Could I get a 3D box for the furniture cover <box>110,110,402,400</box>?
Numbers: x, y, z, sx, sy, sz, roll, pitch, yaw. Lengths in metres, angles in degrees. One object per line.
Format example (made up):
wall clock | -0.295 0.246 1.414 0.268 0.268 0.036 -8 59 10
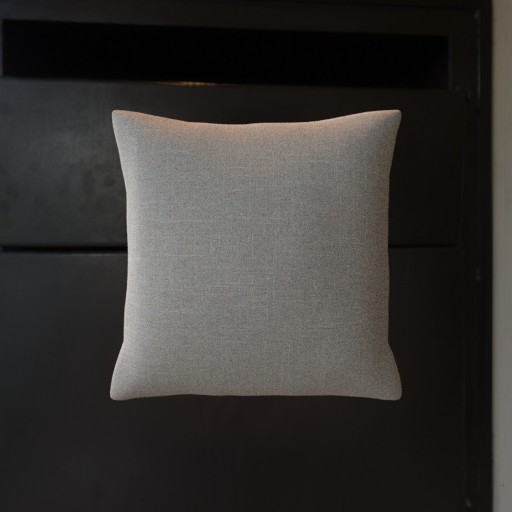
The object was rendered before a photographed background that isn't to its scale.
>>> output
furniture cover | 0.000 0.000 0.775 0.512 0.506 0.178 0 0 0
